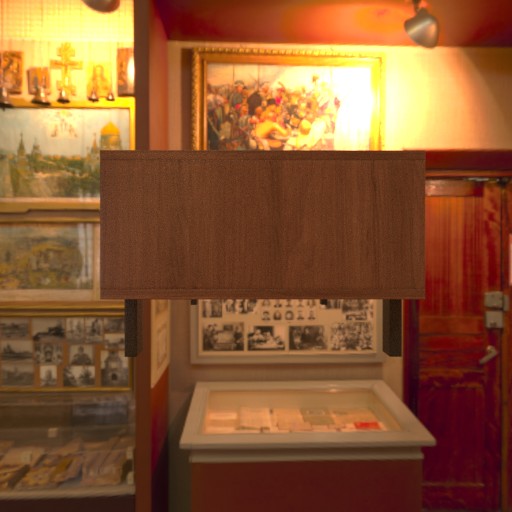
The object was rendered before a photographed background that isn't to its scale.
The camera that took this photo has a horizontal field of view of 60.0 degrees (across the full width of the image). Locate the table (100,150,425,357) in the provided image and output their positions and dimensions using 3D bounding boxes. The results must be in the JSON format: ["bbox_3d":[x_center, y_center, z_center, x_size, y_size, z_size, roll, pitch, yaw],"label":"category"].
[{"bbox_3d":[0.000,0.000,1.298,0.600,0.380,1.020,0,0,0],"label":"table"}]
